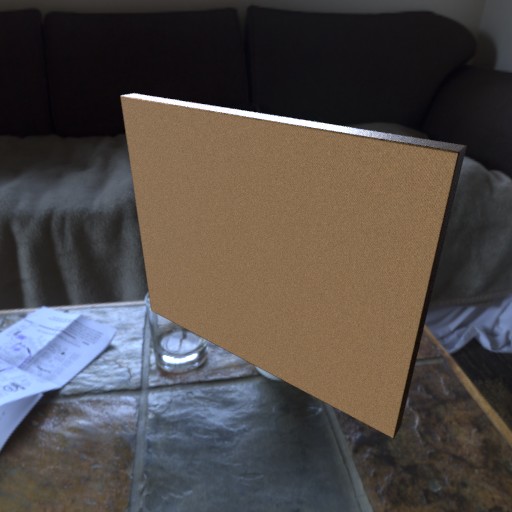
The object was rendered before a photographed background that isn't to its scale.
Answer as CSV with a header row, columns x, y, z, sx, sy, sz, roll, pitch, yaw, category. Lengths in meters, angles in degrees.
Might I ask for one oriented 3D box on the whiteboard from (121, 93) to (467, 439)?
x,y,z,sx,sy,sz,roll,pitch,yaw,category
0.000,0.000,0.740,0.561,0.457,0.029,20,35,31,whiteboard
